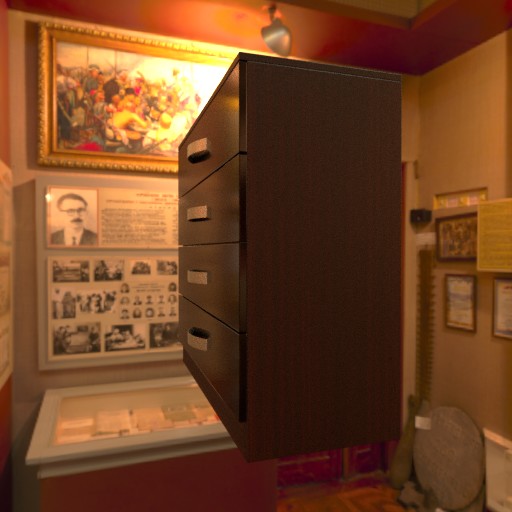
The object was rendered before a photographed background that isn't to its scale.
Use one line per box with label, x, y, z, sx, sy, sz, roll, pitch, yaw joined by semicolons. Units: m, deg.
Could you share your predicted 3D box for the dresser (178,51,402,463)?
dresser;0.000;0.000;1.175;0.360;0.720;0.750;0;1;-18
